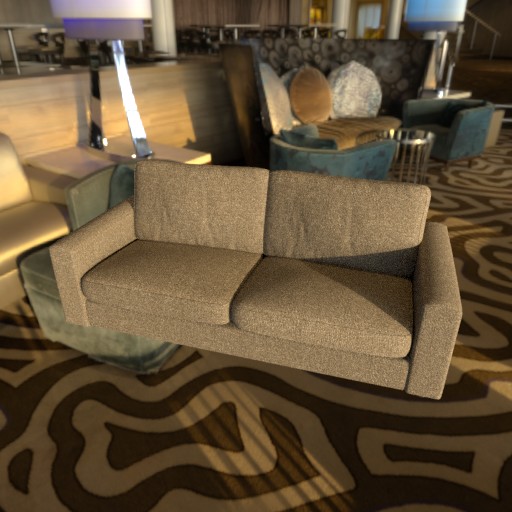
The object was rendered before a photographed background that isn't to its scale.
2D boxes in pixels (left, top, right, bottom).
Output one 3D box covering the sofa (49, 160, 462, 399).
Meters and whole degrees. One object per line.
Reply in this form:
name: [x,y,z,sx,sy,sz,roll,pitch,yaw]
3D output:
sofa: [0.000,0.000,2.659,2.179,0.873,1.016,8,28,15]
